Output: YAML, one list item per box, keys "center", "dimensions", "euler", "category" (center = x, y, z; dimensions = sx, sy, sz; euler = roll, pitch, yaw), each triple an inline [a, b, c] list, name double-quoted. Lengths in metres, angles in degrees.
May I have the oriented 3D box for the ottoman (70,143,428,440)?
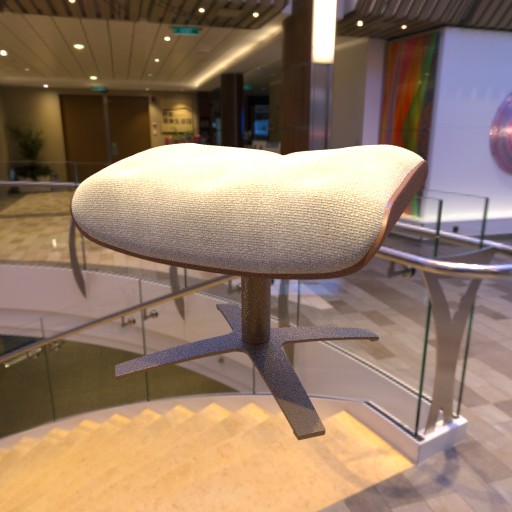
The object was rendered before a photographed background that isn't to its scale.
- center: [0.000, 0.000, 0.802]
  dimensions: [0.520, 0.391, 0.394]
  euler: [8, 17, 26]
  category: "ottoman"
